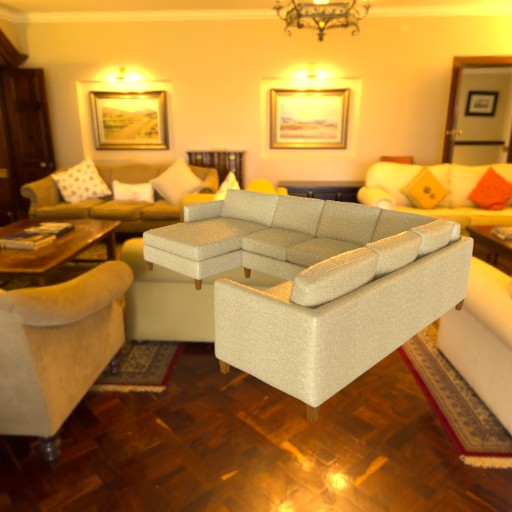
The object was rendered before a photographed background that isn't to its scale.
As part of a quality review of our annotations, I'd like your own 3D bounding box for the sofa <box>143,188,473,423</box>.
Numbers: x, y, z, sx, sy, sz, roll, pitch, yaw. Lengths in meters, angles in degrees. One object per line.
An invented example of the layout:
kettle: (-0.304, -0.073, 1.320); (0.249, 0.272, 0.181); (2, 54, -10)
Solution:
sofa: (0.000, 0.000, 4.623); (3.460, 0.961, 2.594); (16, 23, 42)
